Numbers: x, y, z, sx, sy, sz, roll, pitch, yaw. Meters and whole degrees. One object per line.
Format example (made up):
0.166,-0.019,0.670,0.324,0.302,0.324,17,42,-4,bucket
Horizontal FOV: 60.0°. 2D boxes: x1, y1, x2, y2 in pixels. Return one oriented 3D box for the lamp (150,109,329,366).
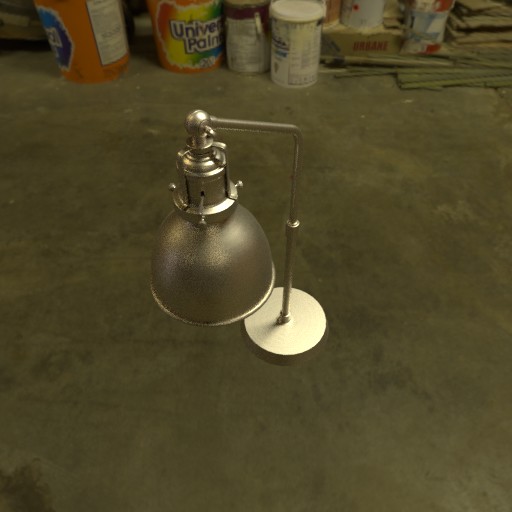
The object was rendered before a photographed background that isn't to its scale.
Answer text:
0.000,0.000,0.573,0.286,0.456,0.153,-33,55,-27,lamp
